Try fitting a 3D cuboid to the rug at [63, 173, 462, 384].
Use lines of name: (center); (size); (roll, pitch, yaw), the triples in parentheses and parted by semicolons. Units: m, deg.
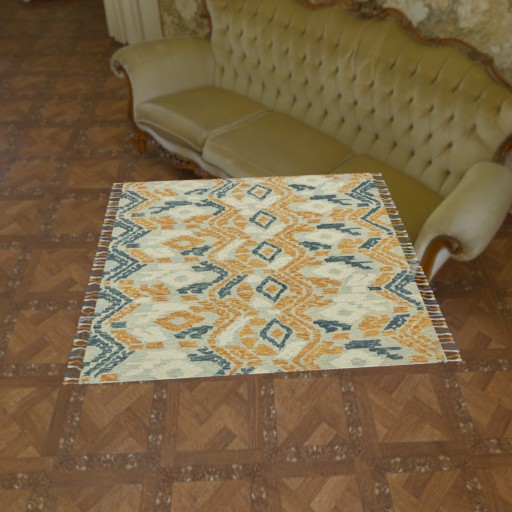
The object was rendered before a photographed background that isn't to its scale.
rug: (0.000, 0.000, 4.193); (3.048, 0.010, 2.439); (-3, 47, -3)
